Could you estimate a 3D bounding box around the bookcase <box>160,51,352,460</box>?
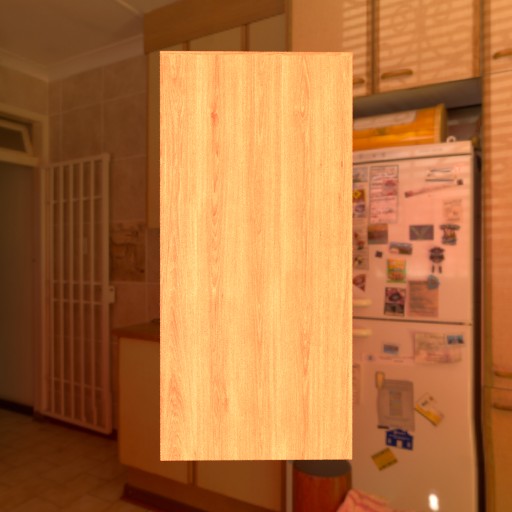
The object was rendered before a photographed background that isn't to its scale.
[{"bbox_3d":[0.000,0.000,2.403,0.950,2.020,0.420,0,0,-1],"label":"bookcase"}]
